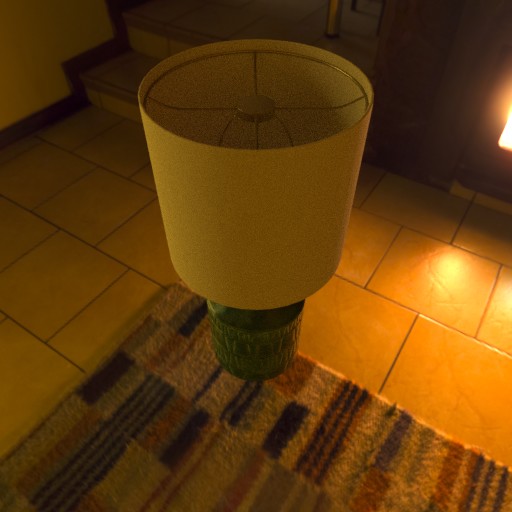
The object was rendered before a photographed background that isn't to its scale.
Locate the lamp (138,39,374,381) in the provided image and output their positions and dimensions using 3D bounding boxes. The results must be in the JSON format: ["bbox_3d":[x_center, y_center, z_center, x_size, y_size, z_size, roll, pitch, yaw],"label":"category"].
[{"bbox_3d":[0.000,0.000,0.568,0.211,0.455,0.211,10,48,9],"label":"lamp"}]
